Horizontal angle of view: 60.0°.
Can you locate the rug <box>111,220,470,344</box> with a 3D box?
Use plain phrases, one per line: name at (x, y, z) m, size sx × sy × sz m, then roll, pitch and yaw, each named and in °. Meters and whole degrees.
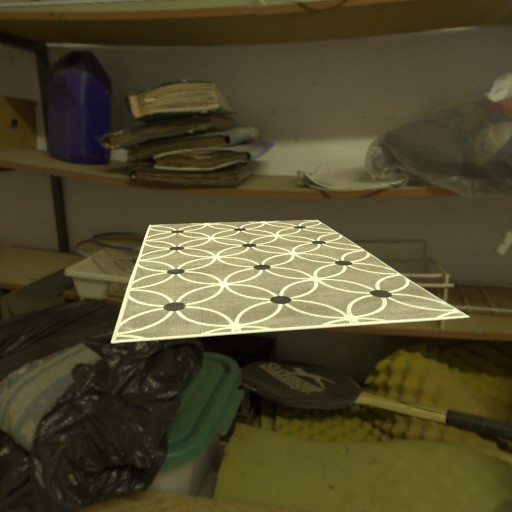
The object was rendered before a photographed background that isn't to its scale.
rug at (0.000, 0.000, 2.899) m, size 1.522 × 0.008 × 2.284 m, roll -3°, pitch 16°, yaw -9°
